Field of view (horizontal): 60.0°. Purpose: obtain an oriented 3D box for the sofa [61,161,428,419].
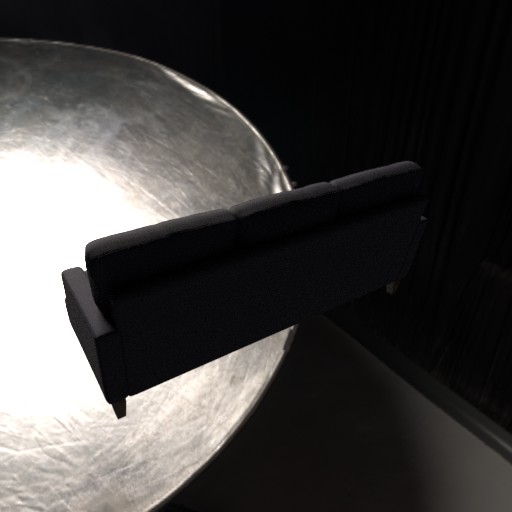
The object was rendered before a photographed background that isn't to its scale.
[{"bbox_3d":[0.000,0.000,2.679,2.115,0.984,0.888,-18,34,-29],"label":"sofa"}]
